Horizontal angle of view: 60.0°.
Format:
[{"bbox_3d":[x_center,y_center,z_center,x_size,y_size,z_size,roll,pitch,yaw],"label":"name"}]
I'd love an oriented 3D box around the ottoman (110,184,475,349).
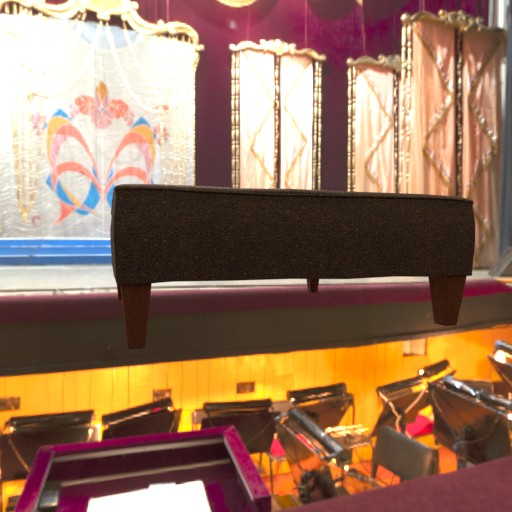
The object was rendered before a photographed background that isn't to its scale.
[{"bbox_3d":[0.000,0.000,1.557,0.968,0.382,1.004,-1,2,-19],"label":"ottoman"}]
